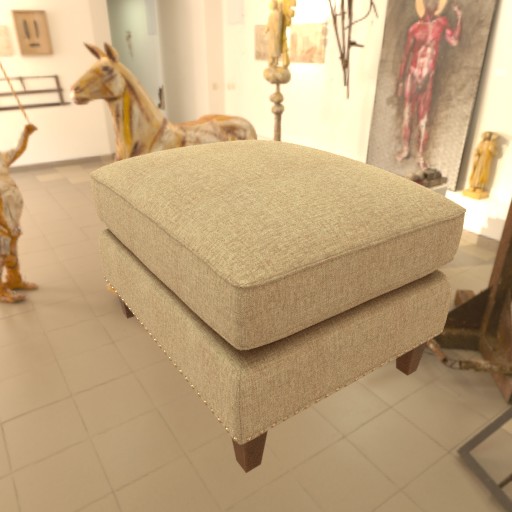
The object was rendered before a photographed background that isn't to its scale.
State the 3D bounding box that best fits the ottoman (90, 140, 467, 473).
[{"bbox_3d":[0.000,0.000,1.112,0.584,0.513,0.741,-17,31,-31],"label":"ottoman"}]
